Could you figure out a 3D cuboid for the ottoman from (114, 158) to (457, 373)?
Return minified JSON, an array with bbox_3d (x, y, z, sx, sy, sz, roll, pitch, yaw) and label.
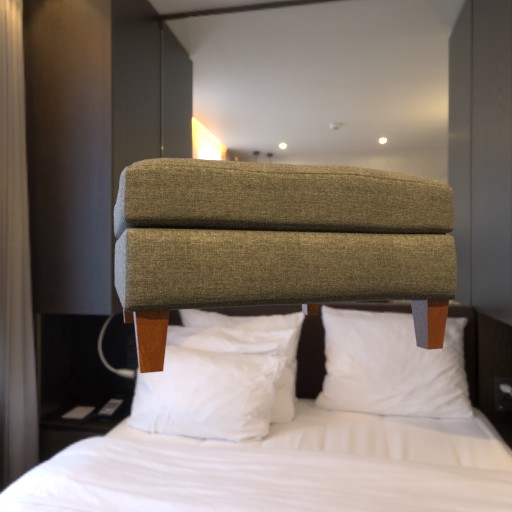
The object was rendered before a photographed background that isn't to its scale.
[{"bbox_3d":[0.000,0.000,1.385,0.838,0.481,0.838,0,0,-19],"label":"ottoman"}]
